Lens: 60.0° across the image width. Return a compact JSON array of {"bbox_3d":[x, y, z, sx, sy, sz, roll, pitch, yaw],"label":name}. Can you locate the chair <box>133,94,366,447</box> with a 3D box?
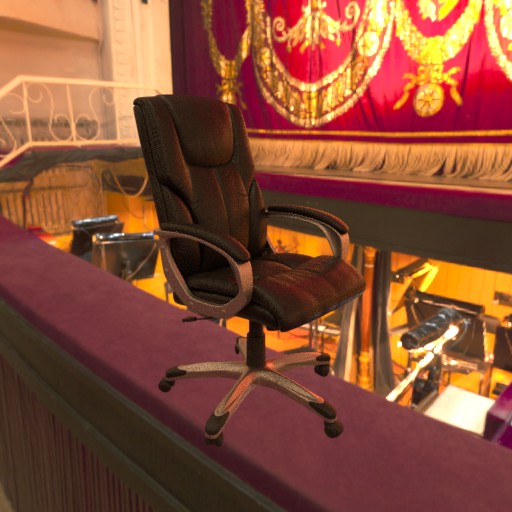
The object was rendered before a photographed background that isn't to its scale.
[{"bbox_3d":[0.000,0.000,1.617,0.780,1.145,0.700,13,20,41],"label":"chair"}]
